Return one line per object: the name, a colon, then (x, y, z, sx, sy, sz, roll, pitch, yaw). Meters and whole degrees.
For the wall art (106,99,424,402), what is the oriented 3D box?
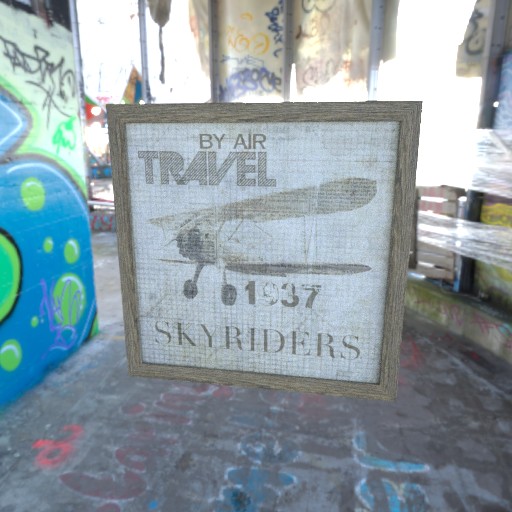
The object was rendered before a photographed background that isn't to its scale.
wall art: (0.000, 0.000, 0.774, 0.508, 0.508, 0.019, 3, 15, 10)
